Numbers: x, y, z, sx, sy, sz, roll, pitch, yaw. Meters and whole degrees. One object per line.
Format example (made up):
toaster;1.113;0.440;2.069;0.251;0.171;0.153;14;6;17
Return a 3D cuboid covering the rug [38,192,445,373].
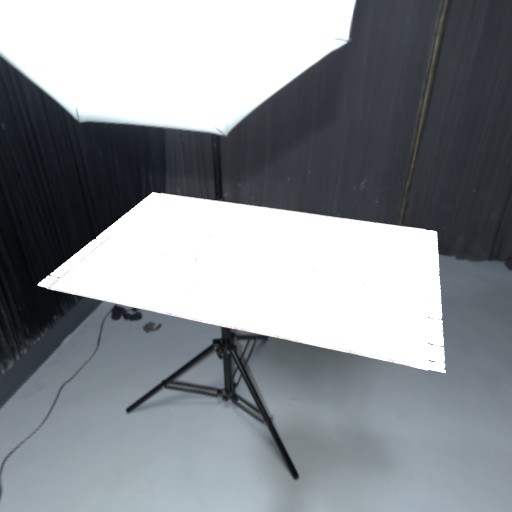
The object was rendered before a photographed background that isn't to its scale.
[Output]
rug;0.000;0.000;3.111;2.440;0.010;1.528;10;33;15
